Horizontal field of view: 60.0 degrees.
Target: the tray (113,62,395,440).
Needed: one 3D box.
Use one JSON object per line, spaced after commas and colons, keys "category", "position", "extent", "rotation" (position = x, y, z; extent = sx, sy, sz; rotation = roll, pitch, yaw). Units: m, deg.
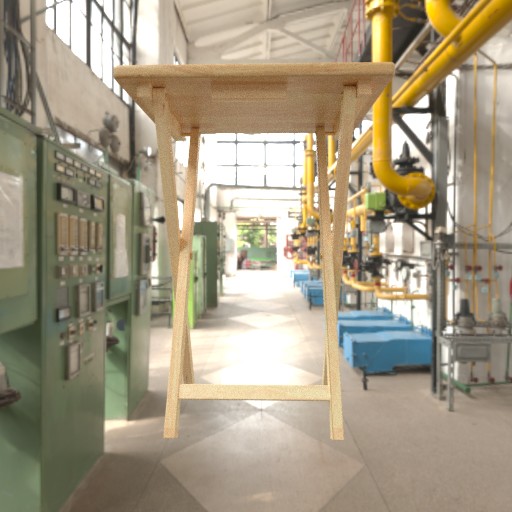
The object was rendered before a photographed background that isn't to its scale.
{"category": "tray", "position": [0.000, 0.000, 0.946], "extent": [0.483, 0.660, 0.381], "rotation": [0, 1, 2]}
